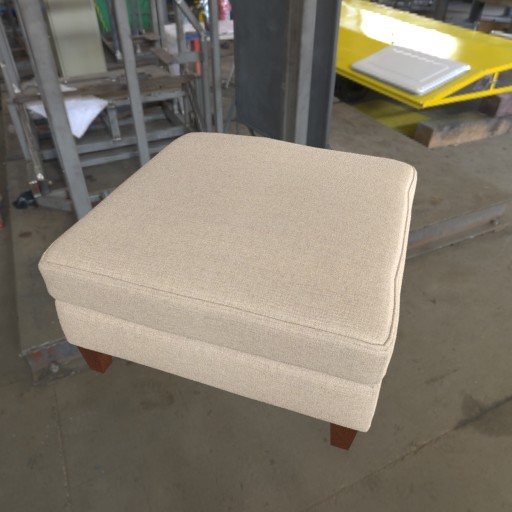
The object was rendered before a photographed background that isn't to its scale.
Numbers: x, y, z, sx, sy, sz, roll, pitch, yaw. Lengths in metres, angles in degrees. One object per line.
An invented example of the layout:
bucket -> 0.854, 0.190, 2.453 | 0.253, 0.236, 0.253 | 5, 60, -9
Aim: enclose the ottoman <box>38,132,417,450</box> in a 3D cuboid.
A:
ottoman -> 0.000, 0.000, 1.348 | 0.838, 0.481, 0.838 | 12, 40, 15
